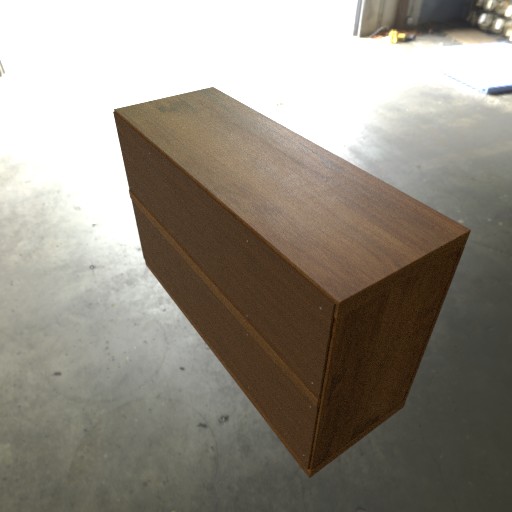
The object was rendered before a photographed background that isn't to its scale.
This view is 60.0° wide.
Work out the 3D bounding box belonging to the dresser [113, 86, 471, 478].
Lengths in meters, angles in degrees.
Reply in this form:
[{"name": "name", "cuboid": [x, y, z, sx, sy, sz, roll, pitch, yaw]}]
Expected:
[{"name": "dresser", "cuboid": [0.000, 0.000, 1.664, 0.479, 0.825, 1.261, -24, 45, -26]}]
